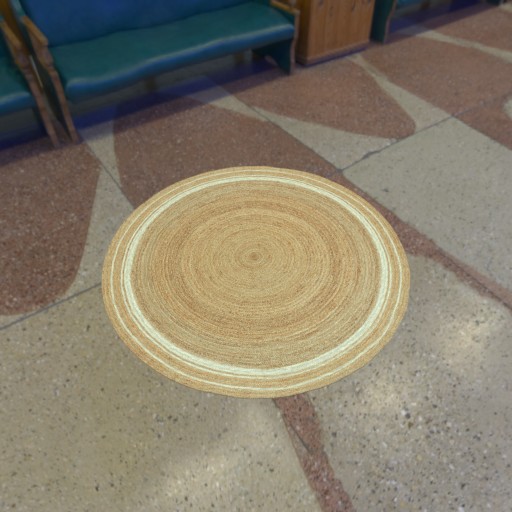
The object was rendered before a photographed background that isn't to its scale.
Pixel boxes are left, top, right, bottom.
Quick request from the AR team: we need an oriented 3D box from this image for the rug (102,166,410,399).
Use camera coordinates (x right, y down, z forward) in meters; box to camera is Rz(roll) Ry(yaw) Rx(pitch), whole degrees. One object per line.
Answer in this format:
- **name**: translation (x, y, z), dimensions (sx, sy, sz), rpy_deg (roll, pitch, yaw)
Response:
- **rug**: translation (0.000, 0.000, 3.611), dimensions (2.444, 0.015, 2.444), rpy_deg (0, 47, 0)
